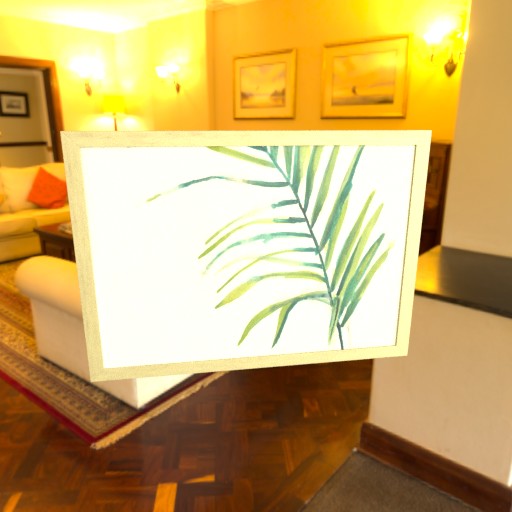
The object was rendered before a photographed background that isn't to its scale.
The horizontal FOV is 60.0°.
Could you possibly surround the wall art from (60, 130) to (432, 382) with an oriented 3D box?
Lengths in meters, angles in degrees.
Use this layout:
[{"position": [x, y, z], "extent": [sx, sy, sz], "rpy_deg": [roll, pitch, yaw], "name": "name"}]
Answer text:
[{"position": [0.000, 0.000, 0.698], "extent": [0.532, 0.380, 0.032], "rpy_deg": [-3, 17, -9], "name": "wall art"}]
